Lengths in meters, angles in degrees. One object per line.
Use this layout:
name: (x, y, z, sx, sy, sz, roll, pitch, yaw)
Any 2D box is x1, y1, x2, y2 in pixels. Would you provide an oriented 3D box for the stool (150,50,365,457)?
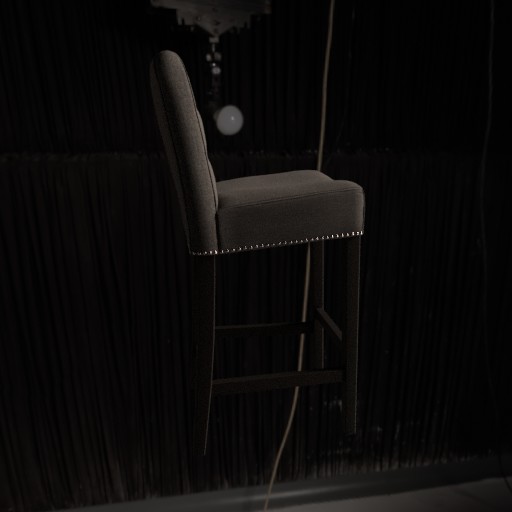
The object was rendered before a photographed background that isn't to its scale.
stool: (0.000, 0.000, 1.306, 0.548, 1.047, 0.411, -3, 17, -10)
